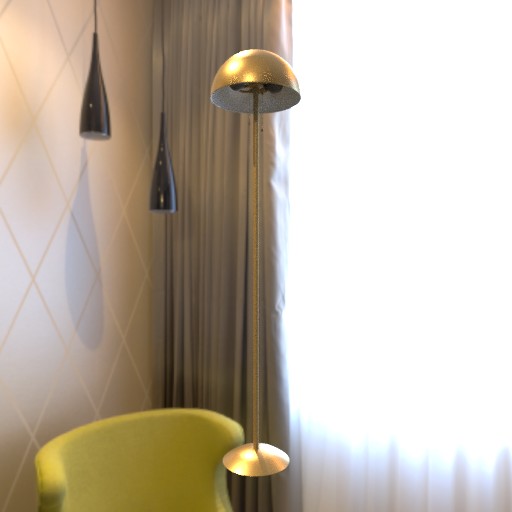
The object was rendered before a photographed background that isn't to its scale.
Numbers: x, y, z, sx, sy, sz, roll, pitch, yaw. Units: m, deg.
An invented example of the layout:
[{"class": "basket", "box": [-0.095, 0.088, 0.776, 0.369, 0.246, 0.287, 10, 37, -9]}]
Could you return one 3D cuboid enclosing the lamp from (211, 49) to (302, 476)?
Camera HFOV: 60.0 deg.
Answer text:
[{"class": "lamp", "box": [0.000, 0.000, 1.606, 0.328, 1.480, 0.328, 0, 0, 1]}]
